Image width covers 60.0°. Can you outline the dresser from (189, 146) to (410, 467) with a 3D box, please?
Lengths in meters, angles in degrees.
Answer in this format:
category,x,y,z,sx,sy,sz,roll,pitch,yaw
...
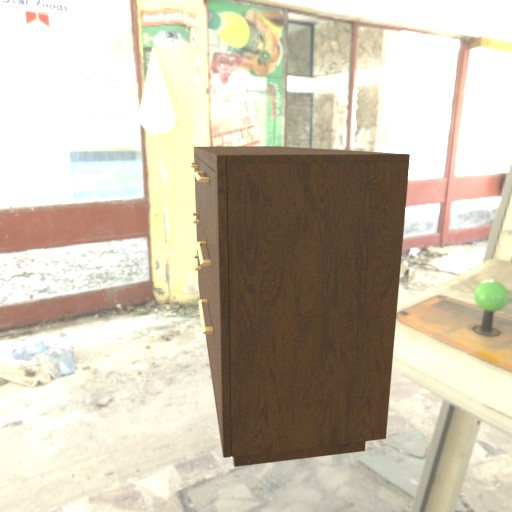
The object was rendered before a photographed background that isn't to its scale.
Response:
category,x,y,z,sx,sy,sz,roll,pitch,yaw
dresser,0.000,0.000,1.889,0.512,0.889,1.523,-2,15,-9
